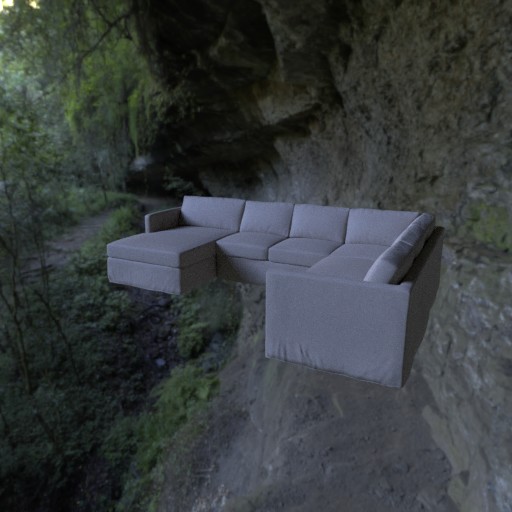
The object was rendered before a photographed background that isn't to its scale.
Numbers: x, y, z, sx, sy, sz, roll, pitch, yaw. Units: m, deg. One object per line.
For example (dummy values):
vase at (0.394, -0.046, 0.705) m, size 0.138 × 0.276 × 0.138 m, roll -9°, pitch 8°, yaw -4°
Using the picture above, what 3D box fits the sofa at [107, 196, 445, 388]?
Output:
sofa at (0.000, 0.000, 4.671) m, size 3.528 × 0.878 × 2.476 m, roll 7°, pitch 17°, yaw 26°
